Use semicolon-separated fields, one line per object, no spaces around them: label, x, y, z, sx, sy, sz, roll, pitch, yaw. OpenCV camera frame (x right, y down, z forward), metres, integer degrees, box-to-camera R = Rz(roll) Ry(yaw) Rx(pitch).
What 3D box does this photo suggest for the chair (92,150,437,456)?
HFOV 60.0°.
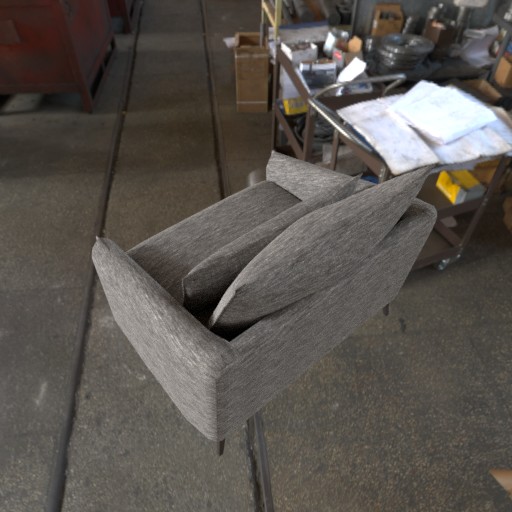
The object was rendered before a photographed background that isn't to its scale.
chair;0.000;0.000;1.629;1.004;0.842;0.805;-32;54;-27
